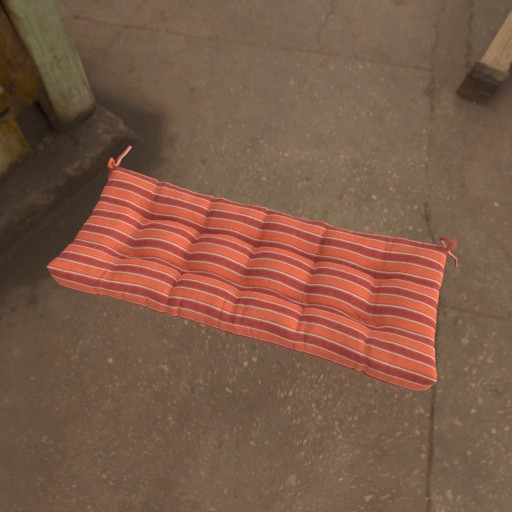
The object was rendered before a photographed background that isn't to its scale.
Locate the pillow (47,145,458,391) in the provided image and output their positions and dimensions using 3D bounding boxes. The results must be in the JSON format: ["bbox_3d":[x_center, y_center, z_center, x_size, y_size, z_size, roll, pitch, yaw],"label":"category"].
[{"bbox_3d":[0.000,0.000,1.348,1.194,0.174,0.511,15,60,9],"label":"pillow"}]
